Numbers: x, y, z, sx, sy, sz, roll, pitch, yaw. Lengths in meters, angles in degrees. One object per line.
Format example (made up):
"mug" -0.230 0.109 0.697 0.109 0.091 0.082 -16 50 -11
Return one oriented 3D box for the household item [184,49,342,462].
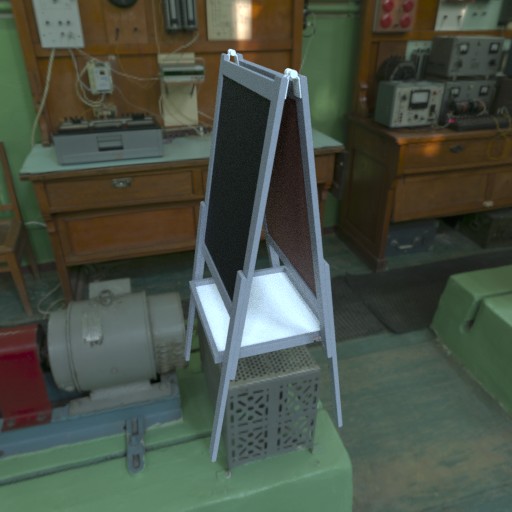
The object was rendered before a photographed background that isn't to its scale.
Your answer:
"household item" 0.000 0.000 1.428 0.469 1.172 0.531 -9 31 -15
